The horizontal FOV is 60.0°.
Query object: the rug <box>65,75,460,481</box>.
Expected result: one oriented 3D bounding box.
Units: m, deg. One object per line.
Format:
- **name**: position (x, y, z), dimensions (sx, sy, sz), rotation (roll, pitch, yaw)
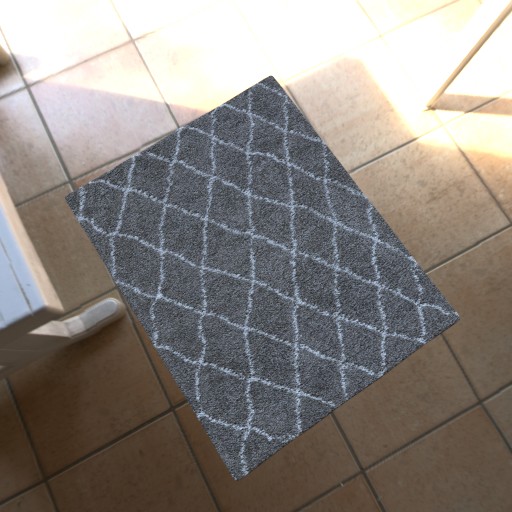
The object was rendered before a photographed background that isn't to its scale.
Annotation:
- **rug**: position (0.000, 0.000, 4.153), dimensions (2.438, 0.029, 3.047), rotation (-33, 79, -8)
